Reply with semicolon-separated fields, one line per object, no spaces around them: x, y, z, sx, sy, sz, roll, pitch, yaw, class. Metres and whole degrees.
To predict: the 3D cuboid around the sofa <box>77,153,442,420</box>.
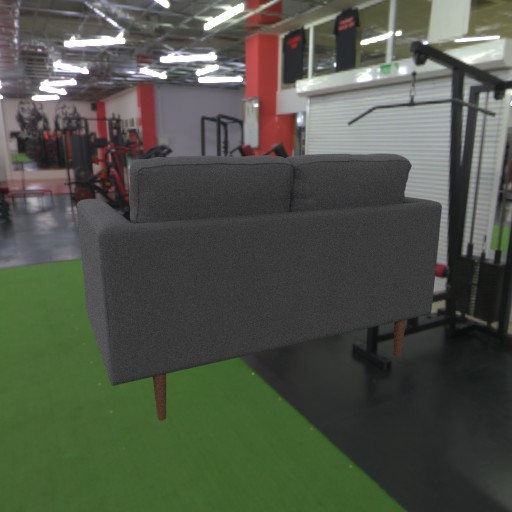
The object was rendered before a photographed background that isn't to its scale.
0.000;0.000;2.009;1.430;0.908;0.796;-7;16;-25;sofa
